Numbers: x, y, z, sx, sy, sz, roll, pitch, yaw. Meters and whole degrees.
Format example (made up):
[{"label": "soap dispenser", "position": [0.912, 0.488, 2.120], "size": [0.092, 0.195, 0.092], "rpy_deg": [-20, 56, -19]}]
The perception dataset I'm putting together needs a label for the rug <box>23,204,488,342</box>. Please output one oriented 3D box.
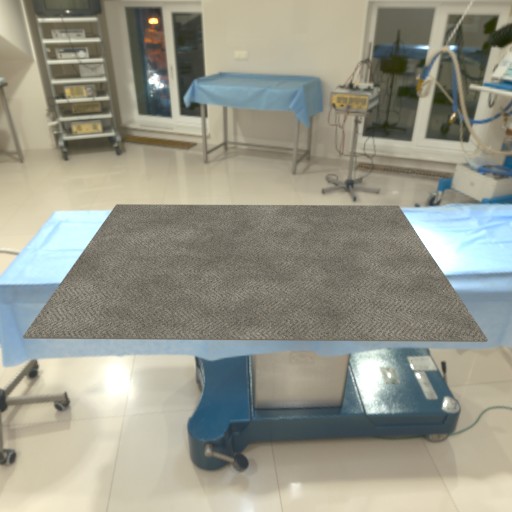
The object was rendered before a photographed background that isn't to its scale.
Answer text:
[{"label": "rug", "position": [0.000, 0.000, 2.817], "size": [2.235, 0.008, 1.600], "rpy_deg": [0, 30, 1]}]
